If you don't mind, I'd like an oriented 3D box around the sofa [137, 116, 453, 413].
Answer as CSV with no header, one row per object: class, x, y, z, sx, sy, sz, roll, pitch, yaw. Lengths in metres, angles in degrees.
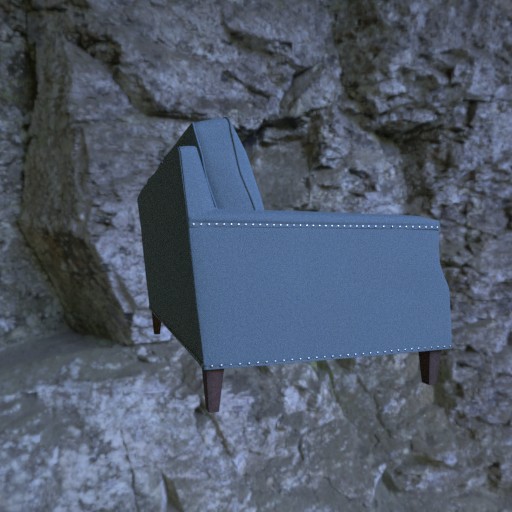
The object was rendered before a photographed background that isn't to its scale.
sofa,0.000,0.000,2.273,1.084,1.003,1.597,0,1,-20
